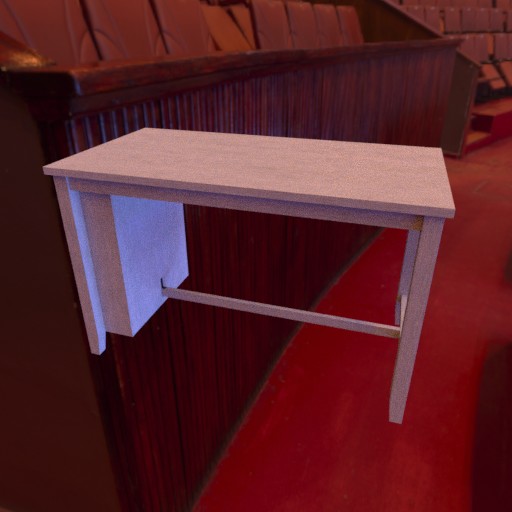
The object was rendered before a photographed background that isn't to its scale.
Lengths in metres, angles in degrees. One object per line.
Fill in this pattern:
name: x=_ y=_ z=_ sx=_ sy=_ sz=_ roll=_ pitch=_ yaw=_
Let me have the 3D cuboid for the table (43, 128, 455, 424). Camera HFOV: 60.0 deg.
table: x=0.000 y=0.000 z=1.935 sx=1.397 sy=0.874 sz=0.729 roll=8 pitch=29 yaw=15
